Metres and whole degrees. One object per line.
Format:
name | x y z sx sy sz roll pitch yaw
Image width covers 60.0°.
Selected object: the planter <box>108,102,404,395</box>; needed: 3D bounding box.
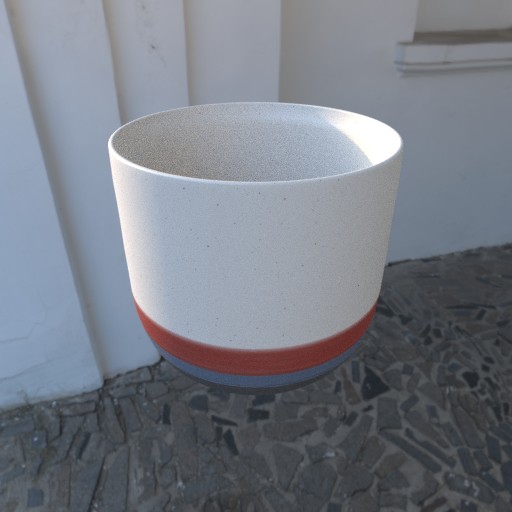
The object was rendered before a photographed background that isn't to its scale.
planter | 0.000 0.000 0.482 0.268 0.270 0.268 0 30 0
